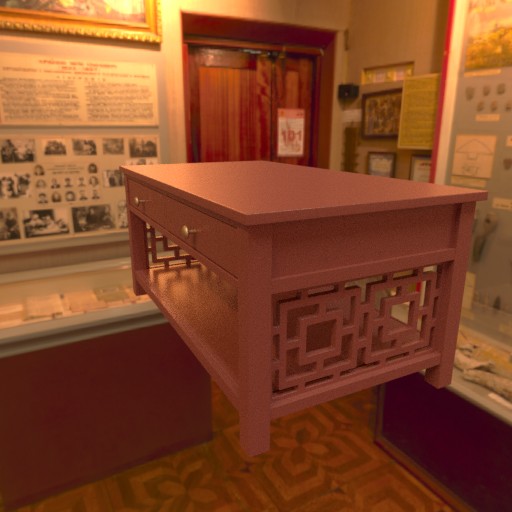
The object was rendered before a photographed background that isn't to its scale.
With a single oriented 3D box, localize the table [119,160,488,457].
[{"bbox_3d":[0.000,0.000,1.373,0.612,0.493,1.068,-8,18,-26],"label":"table"}]
